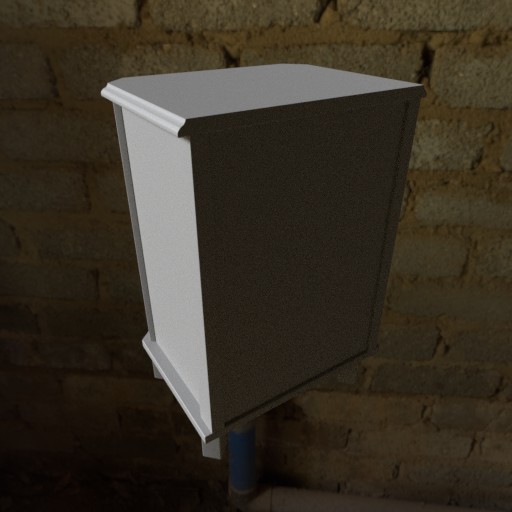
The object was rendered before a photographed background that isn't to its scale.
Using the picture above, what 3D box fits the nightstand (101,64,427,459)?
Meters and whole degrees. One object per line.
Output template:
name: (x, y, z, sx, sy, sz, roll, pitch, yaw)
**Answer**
nightstand: (0.000, 0.000, 0.919, 0.450, 0.680, 0.350, -18, 35, -28)
